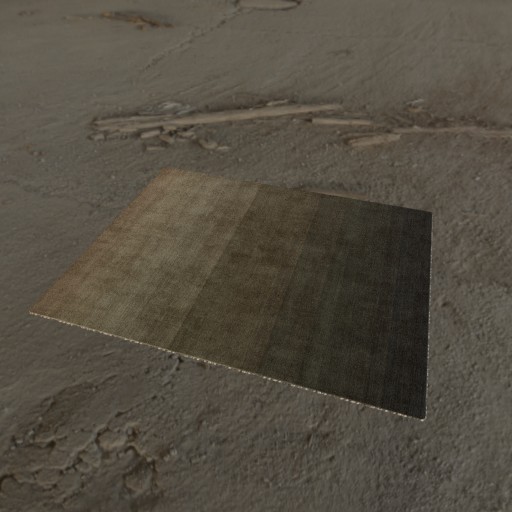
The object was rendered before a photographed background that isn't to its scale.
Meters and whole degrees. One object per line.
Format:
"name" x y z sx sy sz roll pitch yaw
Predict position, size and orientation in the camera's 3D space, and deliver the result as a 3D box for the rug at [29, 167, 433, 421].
"rug" 0.000 0.000 3.845 2.902 0.017 2.306 12 42 13
